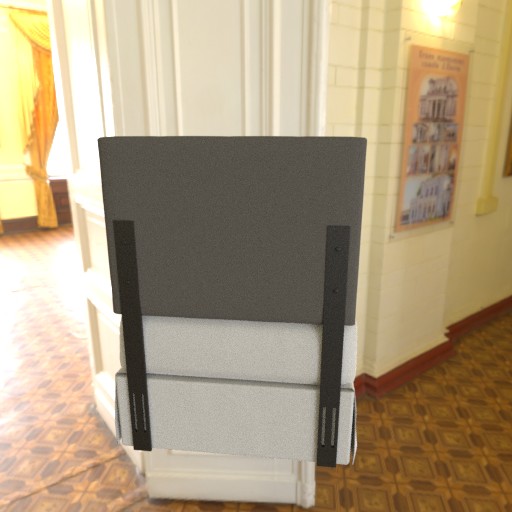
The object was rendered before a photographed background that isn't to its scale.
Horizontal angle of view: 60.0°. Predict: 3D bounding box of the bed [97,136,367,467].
[{"bbox_3d":[0.000,0.000,2.964,1.261,1.571,1.997,2,16,7],"label":"bed"}]
